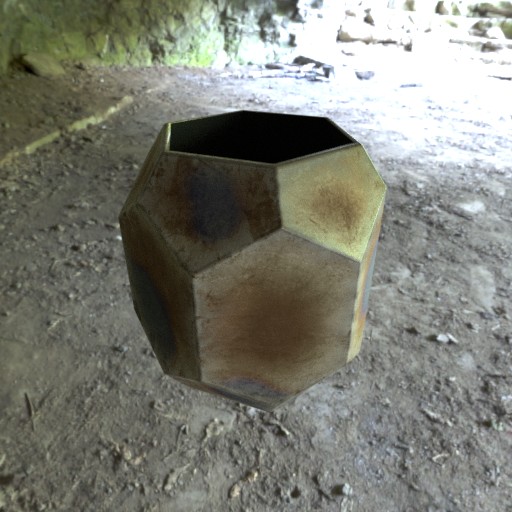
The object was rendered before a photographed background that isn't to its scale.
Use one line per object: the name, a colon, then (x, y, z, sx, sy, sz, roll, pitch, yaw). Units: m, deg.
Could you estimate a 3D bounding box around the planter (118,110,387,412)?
planter: (0.000, 0.000, 0.428, 0.221, 0.238, 0.243, -22, 37, -33)
